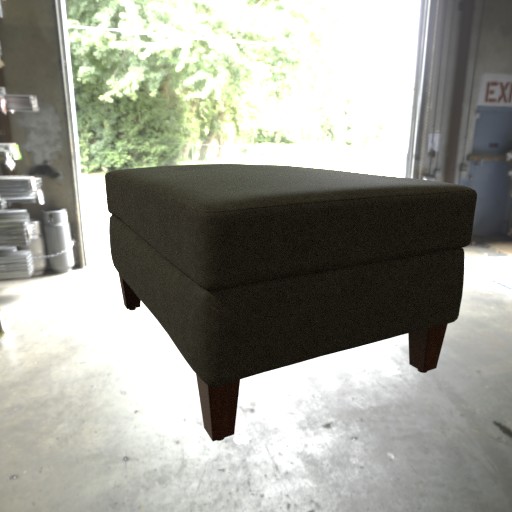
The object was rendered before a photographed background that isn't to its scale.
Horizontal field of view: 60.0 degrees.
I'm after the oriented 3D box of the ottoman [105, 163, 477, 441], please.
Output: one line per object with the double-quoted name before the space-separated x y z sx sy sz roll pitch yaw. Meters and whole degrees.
"ottoman" 0.000 0.000 1.189 0.639 0.464 0.839 -8 17 -27
